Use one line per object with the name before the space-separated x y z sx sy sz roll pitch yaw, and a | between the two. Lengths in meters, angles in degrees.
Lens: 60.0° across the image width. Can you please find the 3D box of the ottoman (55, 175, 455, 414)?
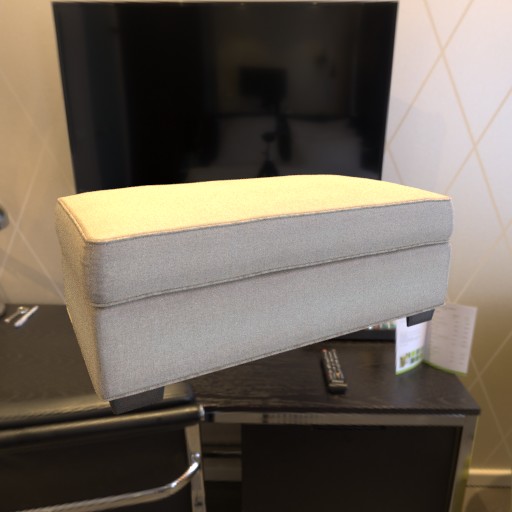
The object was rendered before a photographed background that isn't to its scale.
ottoman | 0.000 0.000 1.403 1.097 0.448 0.617 -9 19 -27
